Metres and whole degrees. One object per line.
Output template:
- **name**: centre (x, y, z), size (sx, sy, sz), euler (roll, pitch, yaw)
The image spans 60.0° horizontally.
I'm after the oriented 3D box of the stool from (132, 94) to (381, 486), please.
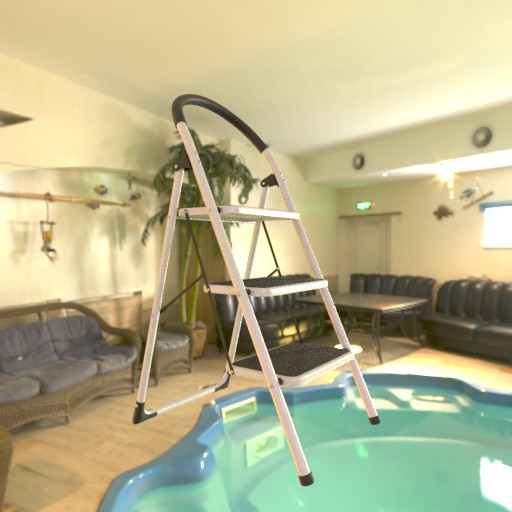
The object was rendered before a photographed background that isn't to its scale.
- **stool**: centre (0.000, 0.000, 1.444), size (0.676, 1.109, 0.485), euler (1, 2, 36)
